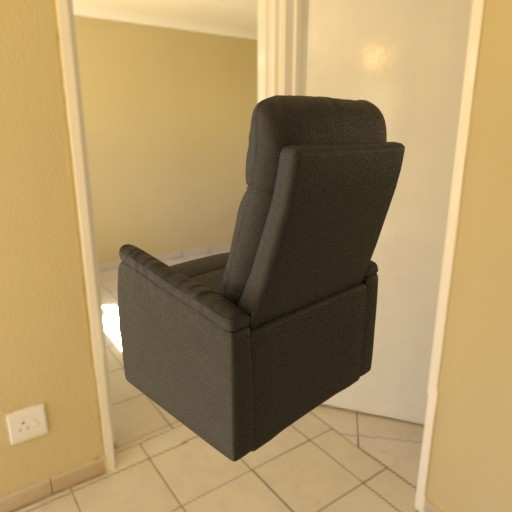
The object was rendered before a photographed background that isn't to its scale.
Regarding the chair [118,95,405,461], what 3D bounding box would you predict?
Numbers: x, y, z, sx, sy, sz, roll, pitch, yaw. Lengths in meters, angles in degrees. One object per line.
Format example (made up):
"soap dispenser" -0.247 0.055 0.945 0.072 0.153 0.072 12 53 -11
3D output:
"chair" 0.000 0.000 1.631 0.775 1.082 0.831 -15 22 -42
